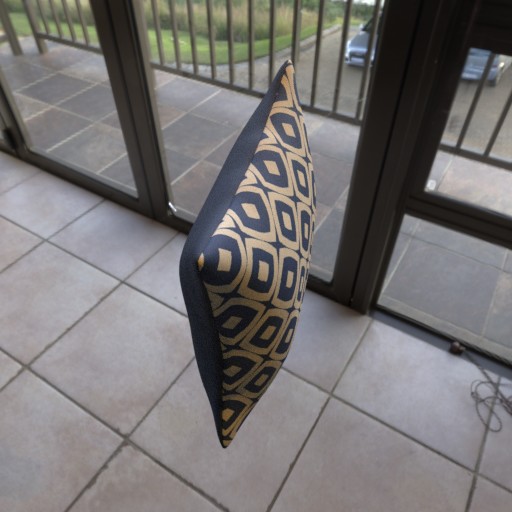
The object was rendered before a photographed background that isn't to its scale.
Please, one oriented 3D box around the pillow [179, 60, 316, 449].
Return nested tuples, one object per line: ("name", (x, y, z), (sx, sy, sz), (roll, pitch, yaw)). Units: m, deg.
("pillow", (0.000, 0.000, 0.790), (0.188, 0.494, 0.504), (10, 47, 9))
